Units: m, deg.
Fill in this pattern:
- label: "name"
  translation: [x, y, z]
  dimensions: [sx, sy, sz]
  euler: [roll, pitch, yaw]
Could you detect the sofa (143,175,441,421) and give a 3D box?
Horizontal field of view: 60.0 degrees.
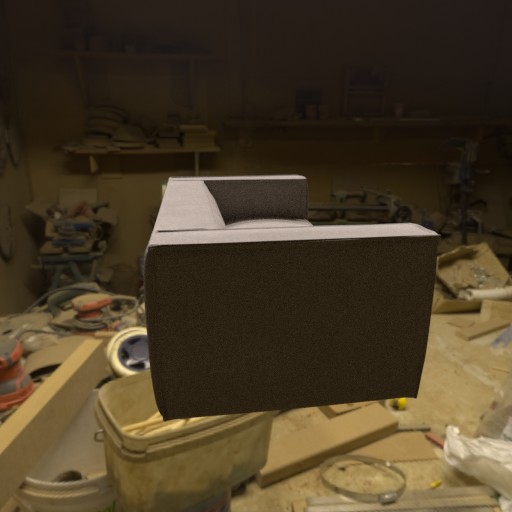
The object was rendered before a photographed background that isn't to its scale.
- label: "sofa"
  translation: [0.000, 0.000, 2.445]
  dimensions: [1.038, 0.680, 1.995]
  euler: [-2, 16, -8]
